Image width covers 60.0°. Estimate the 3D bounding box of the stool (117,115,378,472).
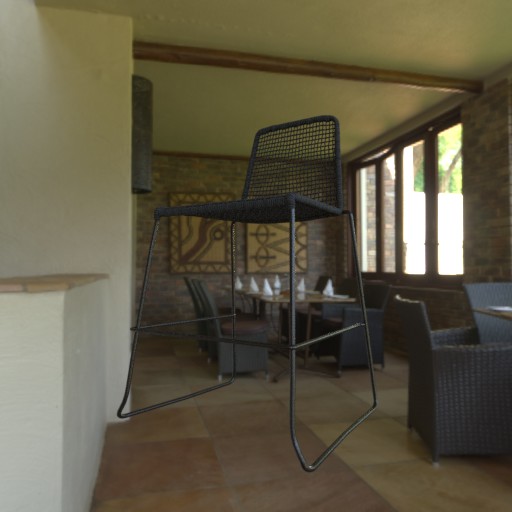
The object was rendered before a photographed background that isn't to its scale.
[{"bbox_3d":[0.000,0.000,1.268,0.590,0.905,0.509,-1,-2,34],"label":"stool"}]
